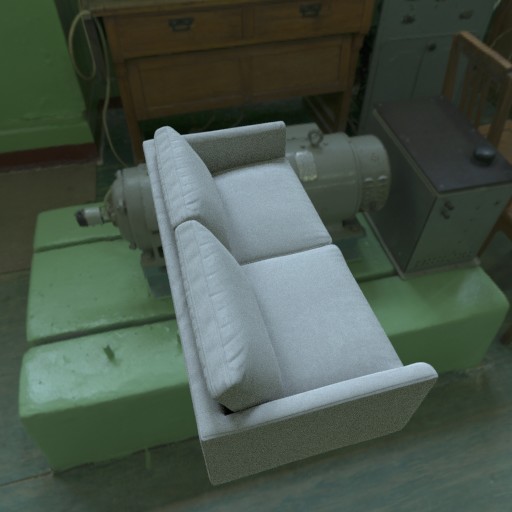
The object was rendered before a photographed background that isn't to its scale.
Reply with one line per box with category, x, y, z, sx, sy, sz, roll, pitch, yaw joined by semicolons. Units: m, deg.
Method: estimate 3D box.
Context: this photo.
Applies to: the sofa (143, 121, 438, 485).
sofa;0.000;0.000;2.755;1.090;0.838;2.588;-12;48;-11
